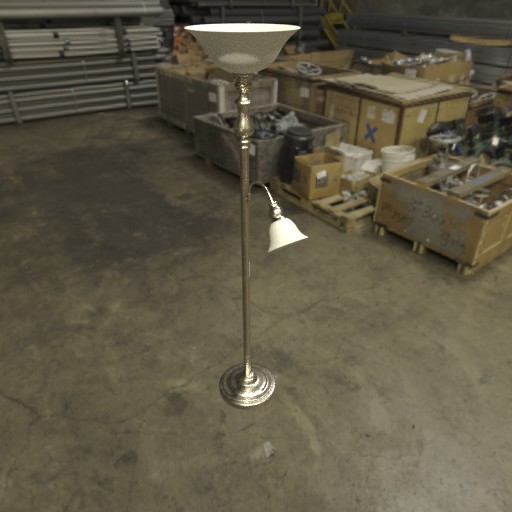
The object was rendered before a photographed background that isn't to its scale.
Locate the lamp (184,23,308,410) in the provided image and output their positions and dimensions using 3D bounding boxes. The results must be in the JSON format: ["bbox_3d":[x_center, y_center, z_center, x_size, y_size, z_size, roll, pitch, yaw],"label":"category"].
[{"bbox_3d":[0.000,0.000,1.951,0.405,1.785,0.575,-19,36,-29],"label":"lamp"}]
